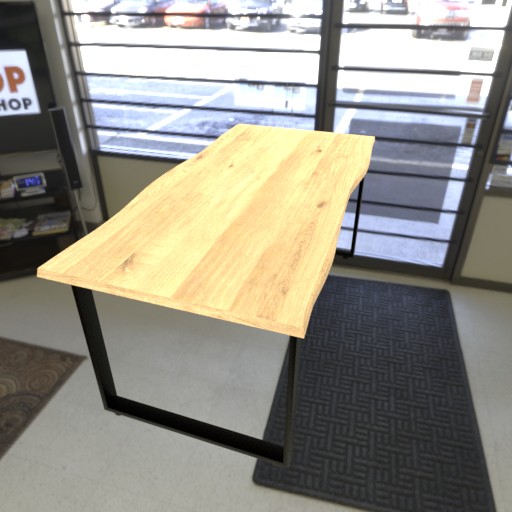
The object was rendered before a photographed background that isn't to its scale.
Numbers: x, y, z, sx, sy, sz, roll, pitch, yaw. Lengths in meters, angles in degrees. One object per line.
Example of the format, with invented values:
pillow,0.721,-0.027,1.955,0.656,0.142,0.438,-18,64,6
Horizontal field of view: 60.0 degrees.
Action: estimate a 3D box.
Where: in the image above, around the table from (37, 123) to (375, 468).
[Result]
table,0.000,0.000,2.212,0.900,0.780,1.800,10,33,16
